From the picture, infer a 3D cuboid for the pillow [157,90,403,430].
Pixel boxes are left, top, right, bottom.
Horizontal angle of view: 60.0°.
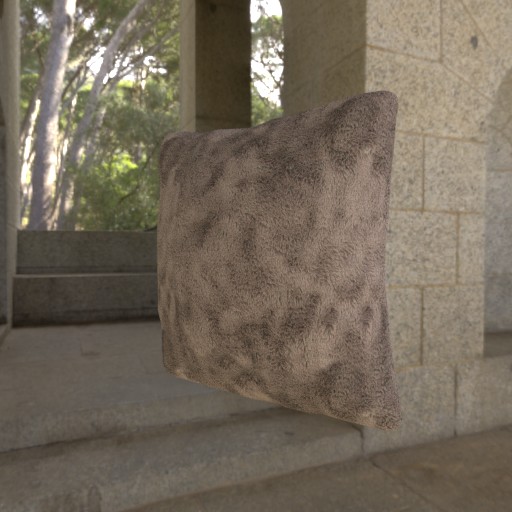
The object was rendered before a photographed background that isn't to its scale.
[{"bbox_3d":[0.000,0.000,0.801,0.522,0.520,0.204,1,1,37],"label":"pillow"}]
